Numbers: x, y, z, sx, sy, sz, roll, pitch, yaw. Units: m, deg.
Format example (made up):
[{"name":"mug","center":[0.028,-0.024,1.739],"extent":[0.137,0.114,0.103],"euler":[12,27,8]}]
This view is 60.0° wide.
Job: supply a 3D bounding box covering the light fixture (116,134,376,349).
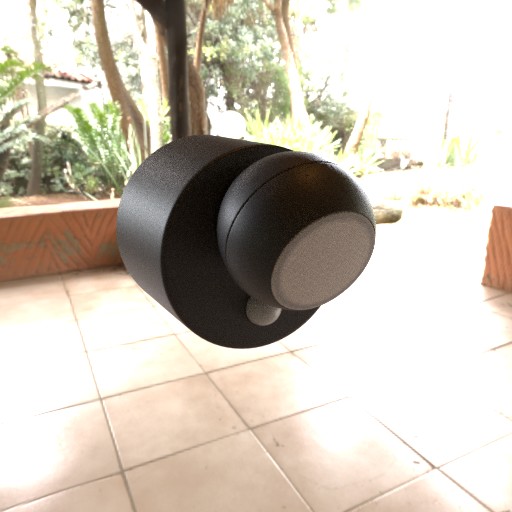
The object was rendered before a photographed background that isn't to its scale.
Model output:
[{"name":"light fixture","center":[0.000,0.000,0.271],"extent":[0.134,0.143,0.160],"euler":[-8,17,-27]}]
